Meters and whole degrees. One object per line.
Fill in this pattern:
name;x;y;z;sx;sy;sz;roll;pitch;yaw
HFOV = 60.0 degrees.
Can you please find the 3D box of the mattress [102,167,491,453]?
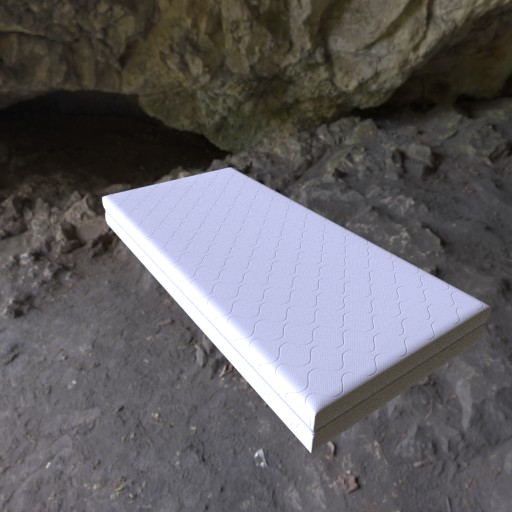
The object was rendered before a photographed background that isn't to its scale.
mattress;0.000;0.000;2.193;0.900;0.200;1.900;-20;36;-29
